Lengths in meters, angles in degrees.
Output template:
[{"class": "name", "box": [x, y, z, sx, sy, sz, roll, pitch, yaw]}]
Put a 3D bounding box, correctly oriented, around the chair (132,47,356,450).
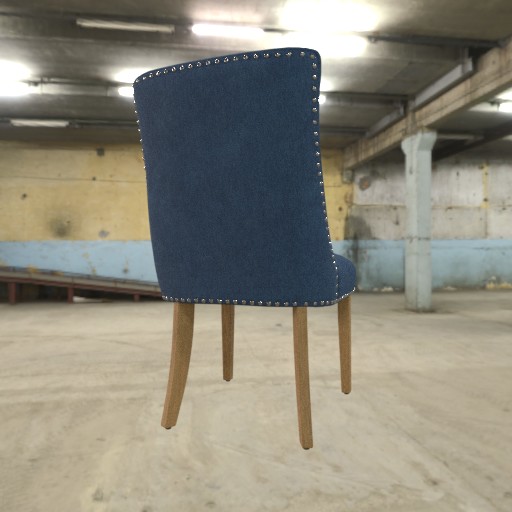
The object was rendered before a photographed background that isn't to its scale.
[{"class": "chair", "box": [0.000, 0.000, 1.262, 0.495, 0.902, 0.610, 0, 0, 21]}]
